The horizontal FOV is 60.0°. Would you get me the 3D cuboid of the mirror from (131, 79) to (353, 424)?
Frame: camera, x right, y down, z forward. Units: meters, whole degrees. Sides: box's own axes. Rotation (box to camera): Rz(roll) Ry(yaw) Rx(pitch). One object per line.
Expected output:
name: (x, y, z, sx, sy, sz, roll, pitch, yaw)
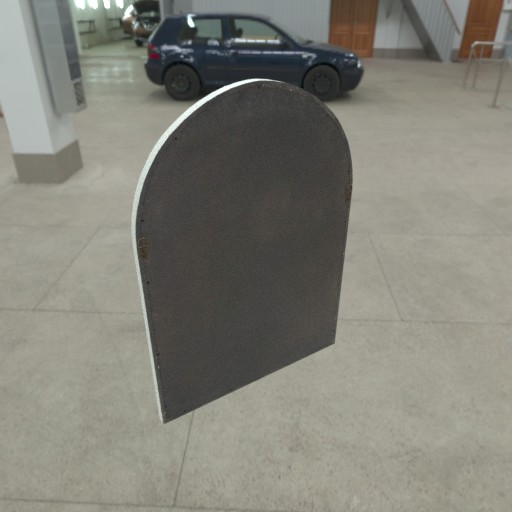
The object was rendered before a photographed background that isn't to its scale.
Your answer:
mirror: (0.000, 0.000, 1.233, 0.660, 0.920, 0.032, -18, 34, -28)
